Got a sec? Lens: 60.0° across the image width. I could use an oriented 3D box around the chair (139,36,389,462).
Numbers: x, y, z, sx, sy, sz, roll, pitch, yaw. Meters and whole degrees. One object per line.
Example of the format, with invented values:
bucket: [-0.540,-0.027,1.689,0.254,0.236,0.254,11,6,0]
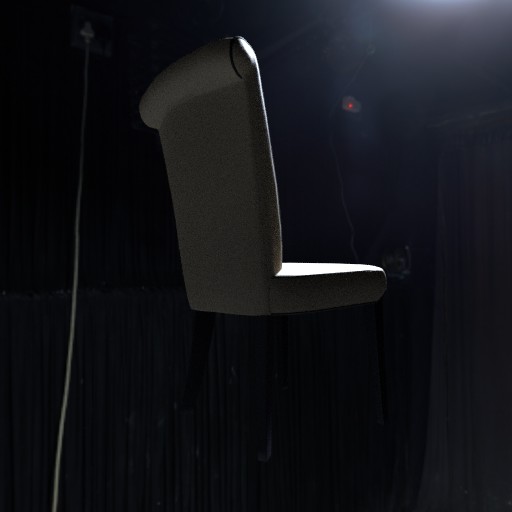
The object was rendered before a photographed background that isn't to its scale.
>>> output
chair: [0.000,0.000,1.334,0.623,0.997,0.522,1,-2,-36]
